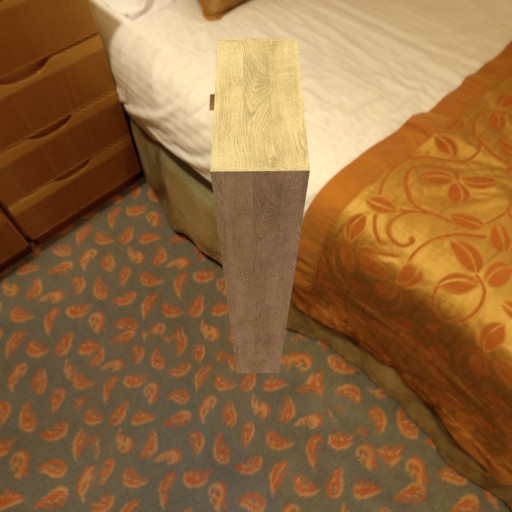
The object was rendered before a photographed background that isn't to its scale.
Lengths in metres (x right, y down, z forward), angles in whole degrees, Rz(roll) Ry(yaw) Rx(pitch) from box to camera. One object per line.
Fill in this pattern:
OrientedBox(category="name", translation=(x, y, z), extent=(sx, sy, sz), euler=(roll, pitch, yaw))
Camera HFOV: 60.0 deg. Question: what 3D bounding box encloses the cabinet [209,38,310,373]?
OrientedBox(category="cabinet", translation=(0.000, 0.000, 1.875), extent=(0.250, 1.630, 0.520), euler=(0, 59, 0))
